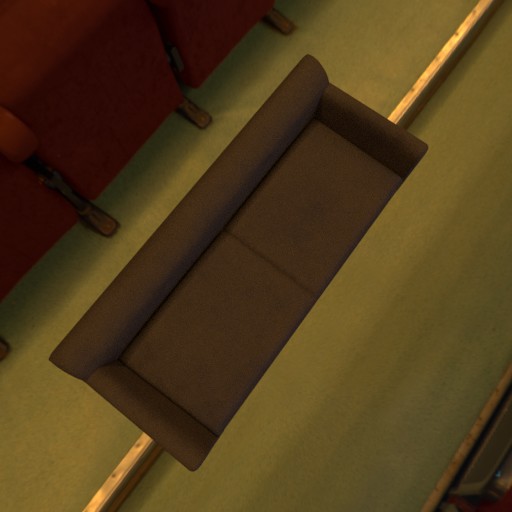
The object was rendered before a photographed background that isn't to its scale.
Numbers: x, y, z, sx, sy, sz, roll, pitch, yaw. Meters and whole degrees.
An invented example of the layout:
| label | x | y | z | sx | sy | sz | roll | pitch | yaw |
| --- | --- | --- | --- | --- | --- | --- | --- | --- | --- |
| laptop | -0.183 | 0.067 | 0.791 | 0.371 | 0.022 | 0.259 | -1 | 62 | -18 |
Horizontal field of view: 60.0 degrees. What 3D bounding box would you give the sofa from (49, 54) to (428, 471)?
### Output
| label | x | y | z | sx | sy | sz | roll | pitch | yaw |
| --- | --- | --- | --- | --- | --- | --- | --- | --- | --- |
| sofa | 0.000 | 0.000 | 2.622 | 0.900 | 0.740 | 2.190 | 36 | 78 | 9 |
